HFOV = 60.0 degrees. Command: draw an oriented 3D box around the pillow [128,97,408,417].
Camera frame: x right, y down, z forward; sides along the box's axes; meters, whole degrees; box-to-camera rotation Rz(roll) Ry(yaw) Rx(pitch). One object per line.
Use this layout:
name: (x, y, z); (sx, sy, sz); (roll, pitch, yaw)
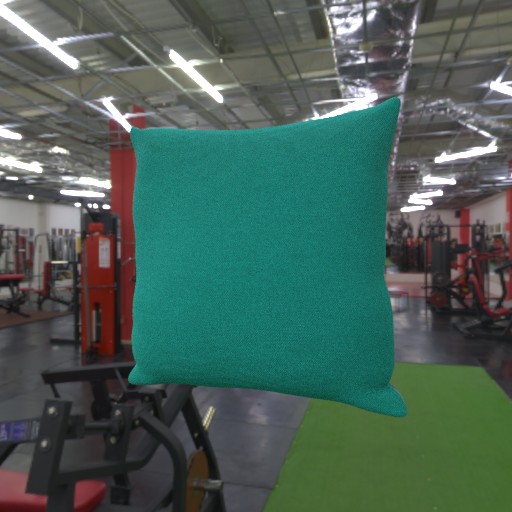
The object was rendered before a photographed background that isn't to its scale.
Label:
pillow: (0.000, 0.000, 0.677); (0.440, 0.441, 0.182); (0, 1, 17)
